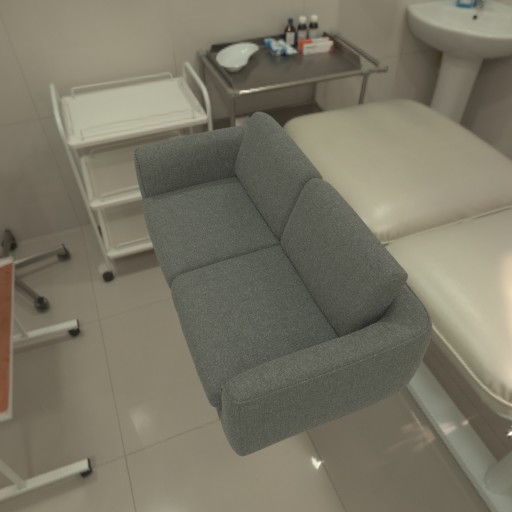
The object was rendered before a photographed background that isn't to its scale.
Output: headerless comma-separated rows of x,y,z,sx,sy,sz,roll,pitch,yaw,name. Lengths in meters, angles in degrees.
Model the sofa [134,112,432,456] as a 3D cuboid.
0.000,0.000,2.229,0.920,0.870,1.700,-16,48,-15,sofa
